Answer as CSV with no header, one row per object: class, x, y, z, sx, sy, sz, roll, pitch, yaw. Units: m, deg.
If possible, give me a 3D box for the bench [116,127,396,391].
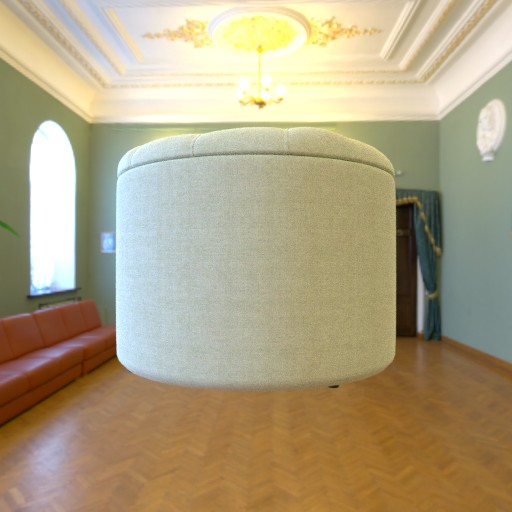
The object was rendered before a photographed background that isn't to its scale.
bench,0.000,0.000,0.996,0.600,0.453,0.600,0,-1,0
